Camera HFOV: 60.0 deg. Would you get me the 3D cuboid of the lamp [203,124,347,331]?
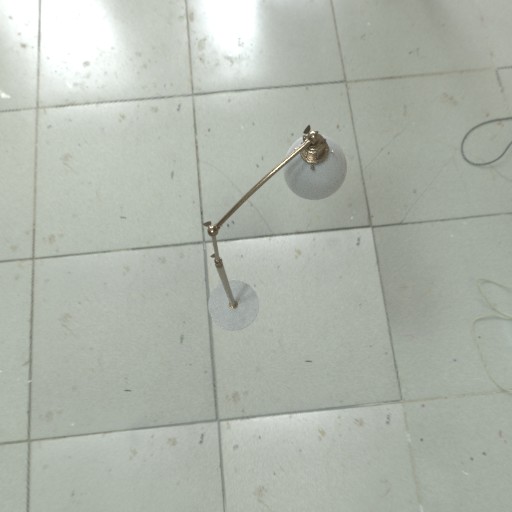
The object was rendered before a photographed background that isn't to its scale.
[{"bbox_3d":[0.000,0.000,1.795,0.599,1.586,0.288,-34,78,-8],"label":"lamp"}]
